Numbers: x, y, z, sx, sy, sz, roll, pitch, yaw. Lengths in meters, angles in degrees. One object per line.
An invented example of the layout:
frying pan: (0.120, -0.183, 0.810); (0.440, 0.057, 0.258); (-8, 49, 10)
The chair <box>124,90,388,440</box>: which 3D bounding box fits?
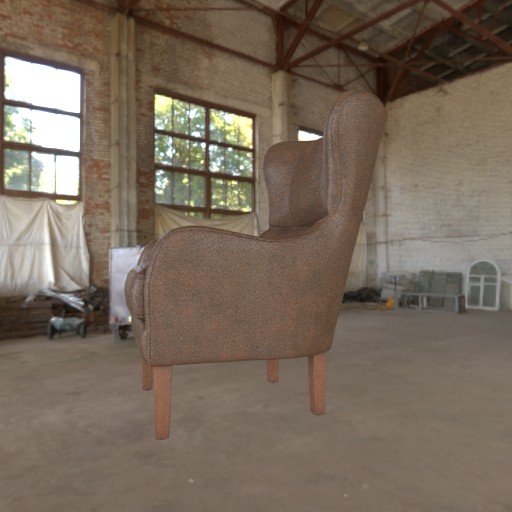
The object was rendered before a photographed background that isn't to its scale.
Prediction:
chair: (0.000, 0.000, 1.624); (0.914, 1.048, 0.692); (0, -1, -18)
